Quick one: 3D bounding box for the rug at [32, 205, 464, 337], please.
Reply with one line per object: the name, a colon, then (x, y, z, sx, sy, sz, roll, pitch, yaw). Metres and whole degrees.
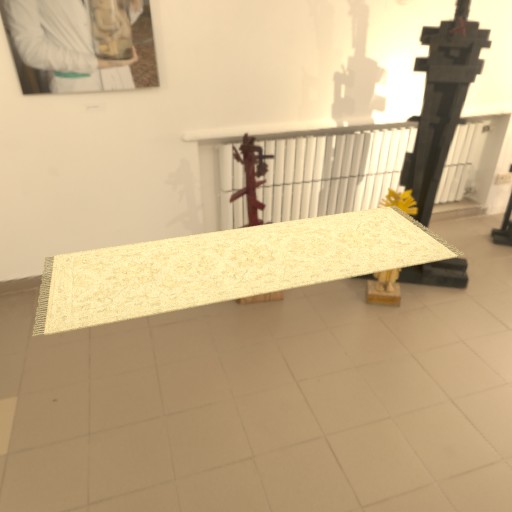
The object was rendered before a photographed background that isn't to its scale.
rug: (0.000, 0.000, 2.817, 2.544, 0.015, 0.795, -9, 32, -15)
